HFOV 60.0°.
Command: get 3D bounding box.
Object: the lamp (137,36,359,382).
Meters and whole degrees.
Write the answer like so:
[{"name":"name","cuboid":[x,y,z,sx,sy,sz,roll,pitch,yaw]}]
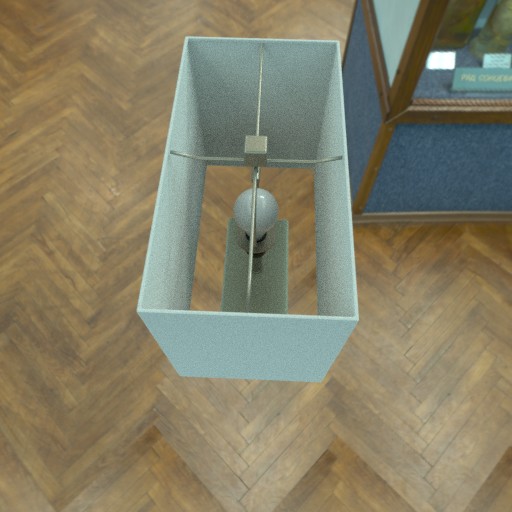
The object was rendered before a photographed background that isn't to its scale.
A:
[{"name":"lamp","cuboid":[0.000,0.000,0.701,0.200,0.515,0.380,2,62,1]}]
